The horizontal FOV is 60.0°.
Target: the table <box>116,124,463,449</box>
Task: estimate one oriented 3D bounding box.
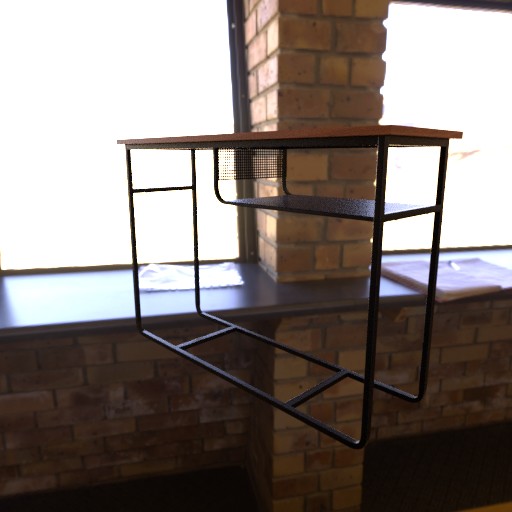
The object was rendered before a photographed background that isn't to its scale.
[{"bbox_3d":[0.000,0.000,1.436,0.350,0.750,1.100,-12,18,-43],"label":"table"}]
